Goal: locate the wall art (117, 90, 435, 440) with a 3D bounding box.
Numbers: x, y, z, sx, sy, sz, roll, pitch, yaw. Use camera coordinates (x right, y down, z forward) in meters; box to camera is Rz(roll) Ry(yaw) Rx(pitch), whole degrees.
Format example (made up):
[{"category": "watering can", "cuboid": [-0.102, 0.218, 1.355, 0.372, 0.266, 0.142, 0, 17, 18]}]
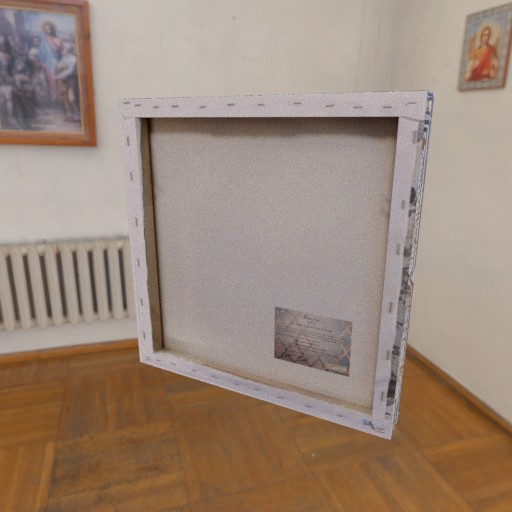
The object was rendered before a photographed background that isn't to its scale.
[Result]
[{"category": "wall art", "cuboid": [0.000, 0.000, 0.449, 0.302, 0.306, 0.038, 9, 19, 26]}]
